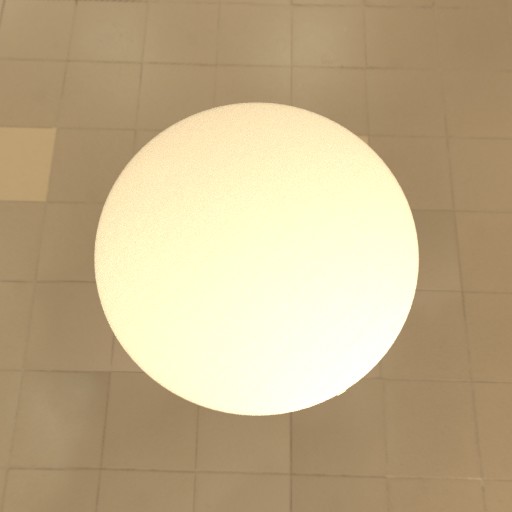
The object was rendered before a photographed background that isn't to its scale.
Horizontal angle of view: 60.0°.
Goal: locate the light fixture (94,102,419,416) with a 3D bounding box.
[{"bbox_3d":[0.000,0.000,0.533,0.356,0.102,0.356,0,75,0],"label":"light fixture"}]
